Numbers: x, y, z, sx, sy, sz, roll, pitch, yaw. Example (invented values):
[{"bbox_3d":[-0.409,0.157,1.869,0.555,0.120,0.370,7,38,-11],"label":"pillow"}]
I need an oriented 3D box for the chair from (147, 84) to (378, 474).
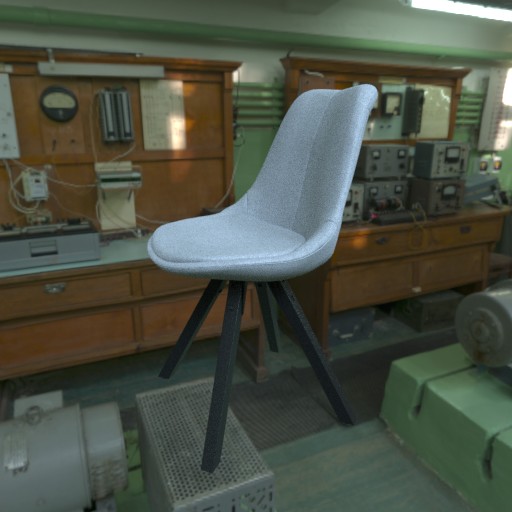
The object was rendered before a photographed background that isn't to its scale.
[{"bbox_3d":[0.000,0.000,1.172,0.550,0.850,0.485,-8,19,-24],"label":"chair"}]
